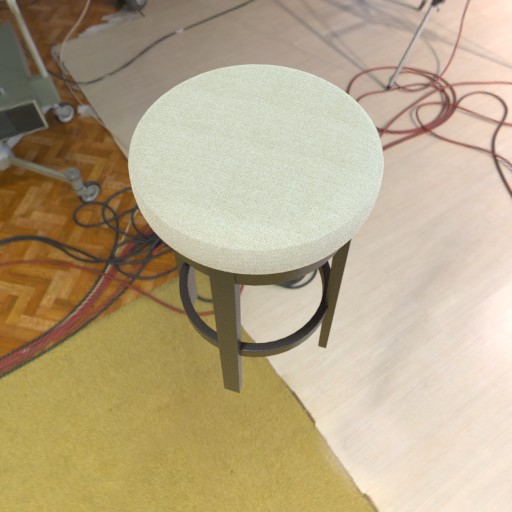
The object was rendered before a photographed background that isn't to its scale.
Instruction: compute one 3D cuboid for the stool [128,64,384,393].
[{"bbox_3d":[0.000,0.000,1.033,0.446,0.758,0.446,0,58,0],"label":"stool"}]
